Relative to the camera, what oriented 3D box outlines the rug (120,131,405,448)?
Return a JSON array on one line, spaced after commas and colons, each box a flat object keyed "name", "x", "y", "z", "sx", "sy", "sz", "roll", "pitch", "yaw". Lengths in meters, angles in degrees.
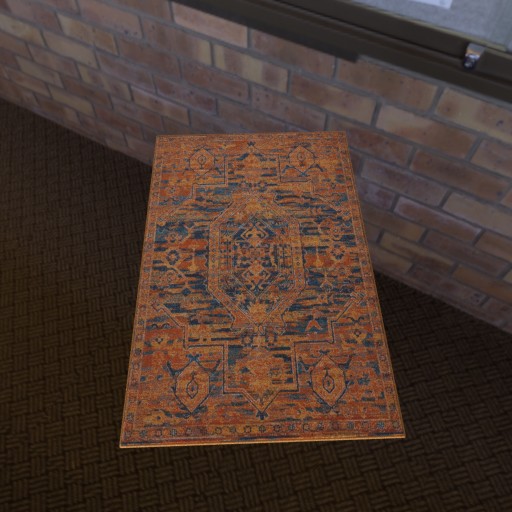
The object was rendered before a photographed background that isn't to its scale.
[{"name": "rug", "x": 0.000, "y": 0.000, "z": 2.236, "sx": 1.148, "sy": 0.013, "sz": 1.758, "roll": -2, "pitch": 58, "yaw": -1}]
